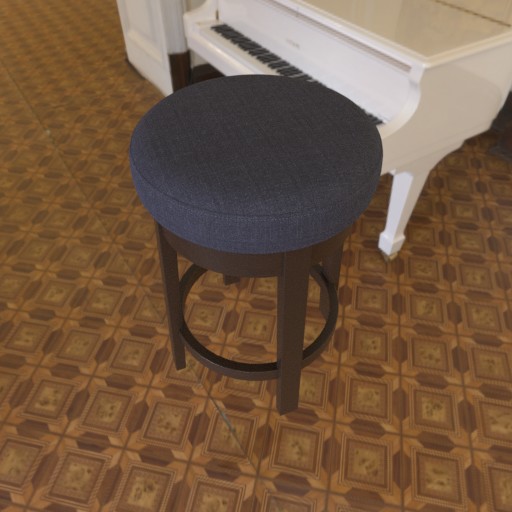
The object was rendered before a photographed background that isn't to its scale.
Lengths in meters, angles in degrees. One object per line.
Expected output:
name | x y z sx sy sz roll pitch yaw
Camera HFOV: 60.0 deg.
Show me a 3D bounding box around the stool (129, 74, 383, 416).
stool | 0.000 0.000 0.965 0.449 0.655 0.449 0 47 0
